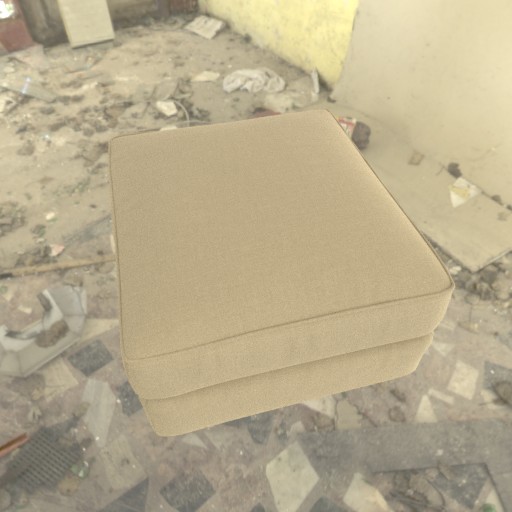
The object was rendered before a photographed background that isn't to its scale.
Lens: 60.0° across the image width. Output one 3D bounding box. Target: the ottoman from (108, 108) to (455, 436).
[{"bbox_3d":[0.000,0.000,1.133,0.662,0.505,0.716,-11,48,-10],"label":"ottoman"}]
